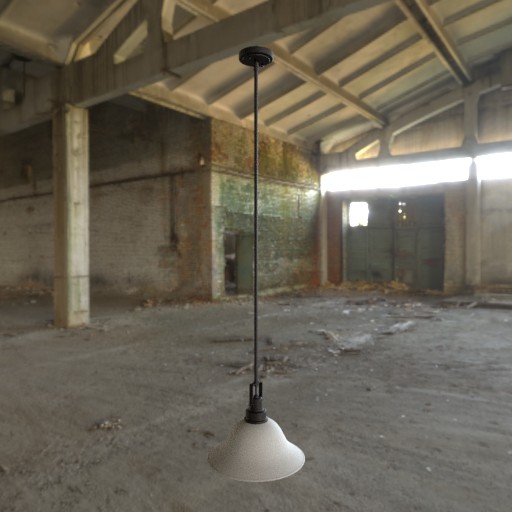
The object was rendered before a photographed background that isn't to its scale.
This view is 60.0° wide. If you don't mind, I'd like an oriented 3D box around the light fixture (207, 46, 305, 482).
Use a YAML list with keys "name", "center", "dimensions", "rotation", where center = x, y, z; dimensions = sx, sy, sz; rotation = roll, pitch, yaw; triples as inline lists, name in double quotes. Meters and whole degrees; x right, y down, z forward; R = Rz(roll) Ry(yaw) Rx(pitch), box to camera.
- name: "light fixture"
  center: [0.000, 0.000, 1.471]
  dimensions: [0.324, 1.337, 0.324]
  rotation: [0, 0, 36]
